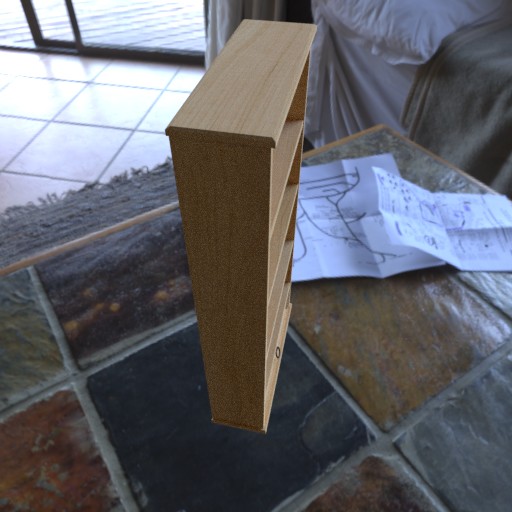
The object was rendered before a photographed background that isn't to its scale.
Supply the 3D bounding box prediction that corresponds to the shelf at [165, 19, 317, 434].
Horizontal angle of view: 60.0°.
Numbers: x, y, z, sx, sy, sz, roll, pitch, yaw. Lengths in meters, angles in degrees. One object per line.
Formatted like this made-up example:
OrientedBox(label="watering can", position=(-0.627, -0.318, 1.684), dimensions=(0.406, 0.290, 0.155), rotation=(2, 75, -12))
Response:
OrientedBox(label="shelf", position=(0.000, 0.000, 1.210), dimensions=(0.175, 1.030, 0.520), rotation=(9, 46, 9))
